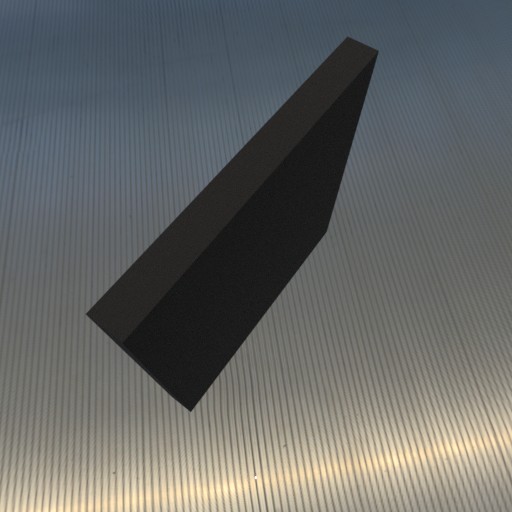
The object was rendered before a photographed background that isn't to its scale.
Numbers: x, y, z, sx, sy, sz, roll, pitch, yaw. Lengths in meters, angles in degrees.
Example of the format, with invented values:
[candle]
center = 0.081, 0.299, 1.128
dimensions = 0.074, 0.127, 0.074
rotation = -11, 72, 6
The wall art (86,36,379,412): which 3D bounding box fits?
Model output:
[wall art]
center = 0.000, 0.000, 0.455
dimensions = 0.030, 0.305, 0.308
rotation = 33, 68, 15
